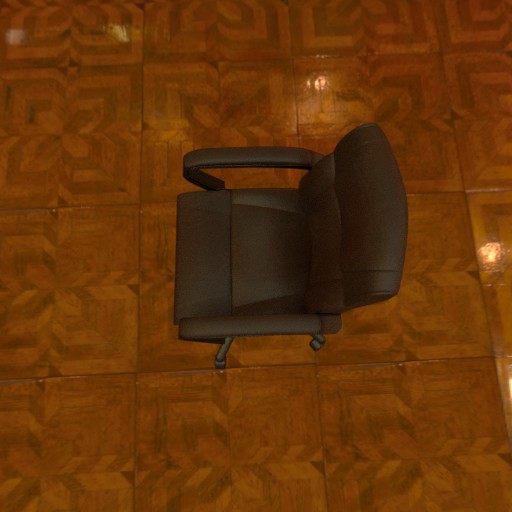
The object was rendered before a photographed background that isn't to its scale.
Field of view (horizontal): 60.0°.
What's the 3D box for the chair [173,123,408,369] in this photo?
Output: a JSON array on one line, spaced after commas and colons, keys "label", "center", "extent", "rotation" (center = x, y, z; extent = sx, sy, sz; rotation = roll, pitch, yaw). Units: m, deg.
[{"label": "chair", "center": [0.000, 0.000, 1.509], "extent": [0.717, 1.004, 0.739], "rotation": [-1, 75, 0]}]
